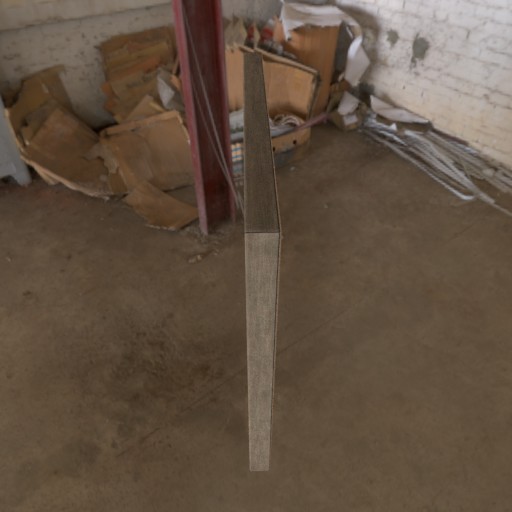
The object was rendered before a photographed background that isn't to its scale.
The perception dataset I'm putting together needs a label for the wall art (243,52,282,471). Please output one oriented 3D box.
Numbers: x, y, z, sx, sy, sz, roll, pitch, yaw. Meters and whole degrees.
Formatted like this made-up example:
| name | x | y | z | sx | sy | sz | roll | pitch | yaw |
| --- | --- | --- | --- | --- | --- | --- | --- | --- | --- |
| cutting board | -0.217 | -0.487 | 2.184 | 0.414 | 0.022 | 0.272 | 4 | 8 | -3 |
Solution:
| name | x | y | z | sx | sy | sz | roll | pitch | yaw |
| --- | --- | --- | --- | --- | --- | --- | --- | --- | --- |
| wall art | 0.000 | 0.000 | 1.121 | 0.050 | 0.751 | 0.749 | -1 | 42 | -1 |
